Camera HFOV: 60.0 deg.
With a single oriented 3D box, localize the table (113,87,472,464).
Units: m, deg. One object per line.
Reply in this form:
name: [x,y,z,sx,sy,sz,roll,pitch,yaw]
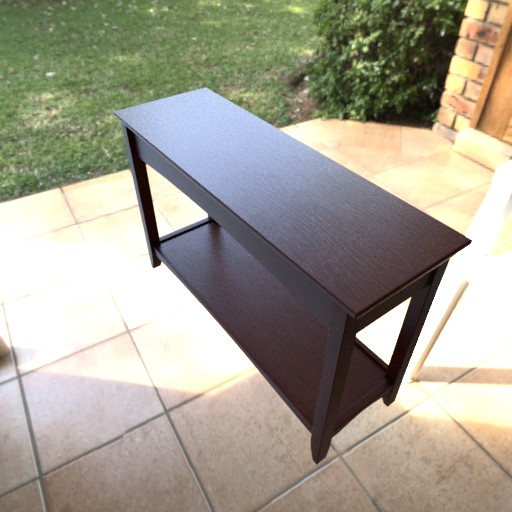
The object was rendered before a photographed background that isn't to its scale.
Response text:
table: [0.000,0.000,1.555,0.392,0.739,1.188,-26,48,-27]
